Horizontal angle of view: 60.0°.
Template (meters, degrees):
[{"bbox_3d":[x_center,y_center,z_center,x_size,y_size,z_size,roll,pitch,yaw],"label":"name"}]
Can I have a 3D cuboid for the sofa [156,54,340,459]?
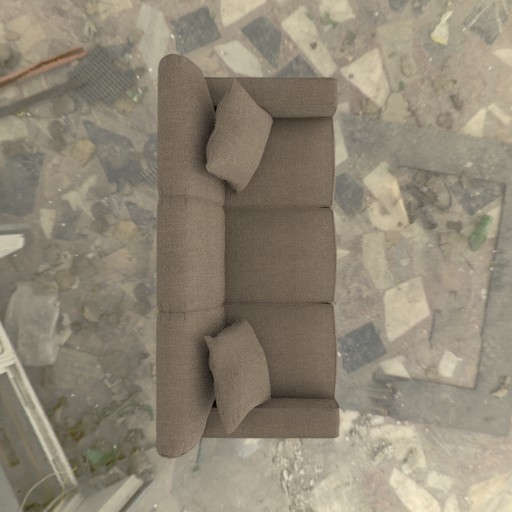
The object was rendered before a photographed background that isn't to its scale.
[{"bbox_3d":[0.000,0.000,2.617,0.997,0.958,2.024,0,89,0],"label":"sofa"}]
